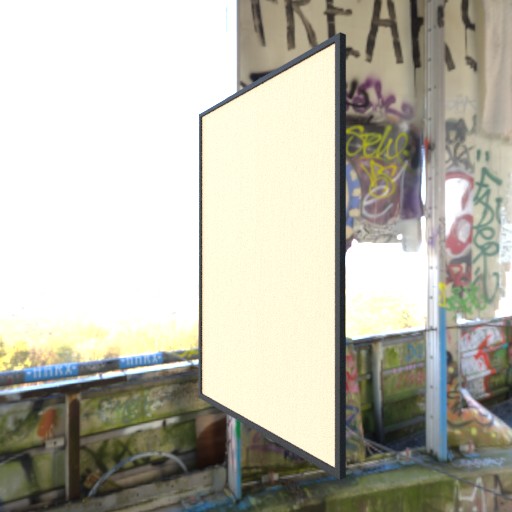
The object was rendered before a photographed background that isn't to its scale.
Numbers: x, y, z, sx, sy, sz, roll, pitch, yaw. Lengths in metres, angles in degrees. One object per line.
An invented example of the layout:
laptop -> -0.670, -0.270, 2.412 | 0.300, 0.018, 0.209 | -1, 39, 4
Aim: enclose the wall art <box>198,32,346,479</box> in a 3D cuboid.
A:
wall art -> 0.000, 0.000, 0.847 | 0.013, 0.660, 0.460 | 0, 0, -34
